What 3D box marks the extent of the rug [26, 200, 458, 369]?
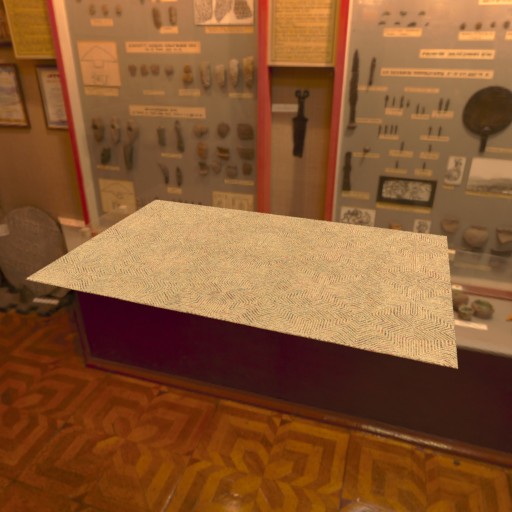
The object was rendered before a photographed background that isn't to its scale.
[{"bbox_3d":[0.000,0.000,2.962,2.428,0.007,1.519,9,28,17],"label":"rug"}]
